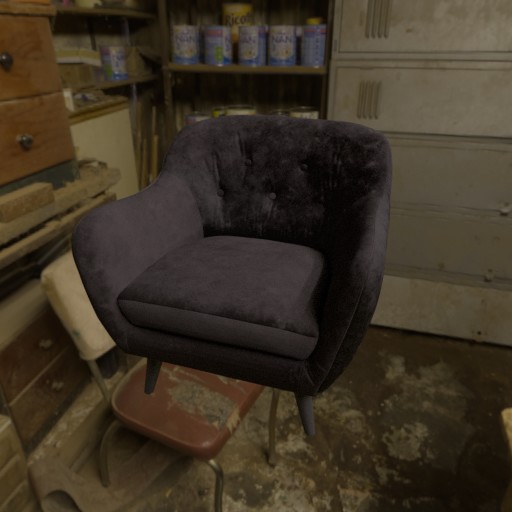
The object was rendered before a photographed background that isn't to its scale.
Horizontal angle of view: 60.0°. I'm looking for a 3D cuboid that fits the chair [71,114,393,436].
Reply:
[{"bbox_3d":[0.000,0.000,1.498,0.840,0.807,0.819,8,27,16],"label":"chair"}]
